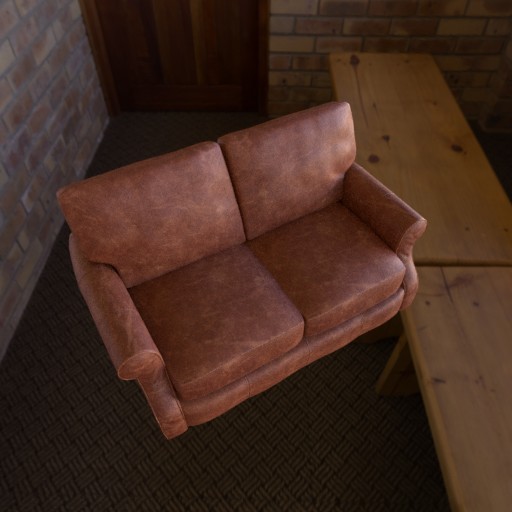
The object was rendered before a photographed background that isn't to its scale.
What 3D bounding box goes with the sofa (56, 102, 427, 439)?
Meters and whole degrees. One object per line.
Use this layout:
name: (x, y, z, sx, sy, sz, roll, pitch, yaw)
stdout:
sofa: (0.000, 0.000, 2.200, 1.616, 0.967, 0.990, -24, 51, -20)
